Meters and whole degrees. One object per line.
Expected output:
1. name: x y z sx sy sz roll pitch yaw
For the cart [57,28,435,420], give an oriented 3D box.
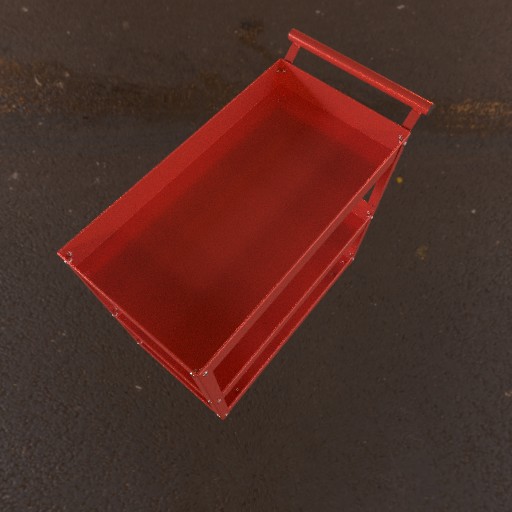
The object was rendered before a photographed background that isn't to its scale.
1. cart: 0.000 0.000 1.186 0.366 0.780 0.719 37 69 16
